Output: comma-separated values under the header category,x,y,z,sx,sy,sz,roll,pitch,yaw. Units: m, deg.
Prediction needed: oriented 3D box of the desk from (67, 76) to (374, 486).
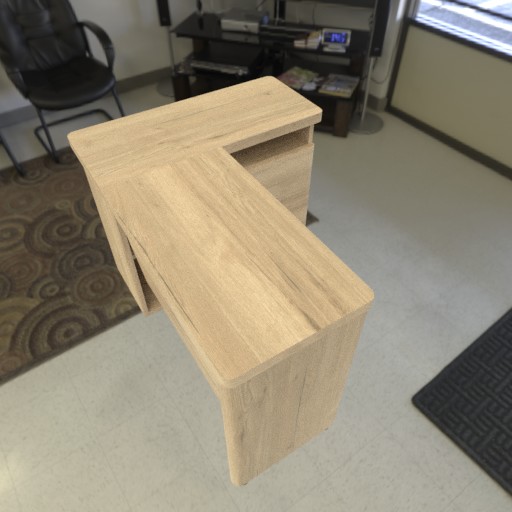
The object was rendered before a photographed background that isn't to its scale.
category,x,y,z,sx,sy,sz,roll,pitch,yaw
desk,0.000,0.000,1.713,0.900,0.760,1.169,-25,51,-22
